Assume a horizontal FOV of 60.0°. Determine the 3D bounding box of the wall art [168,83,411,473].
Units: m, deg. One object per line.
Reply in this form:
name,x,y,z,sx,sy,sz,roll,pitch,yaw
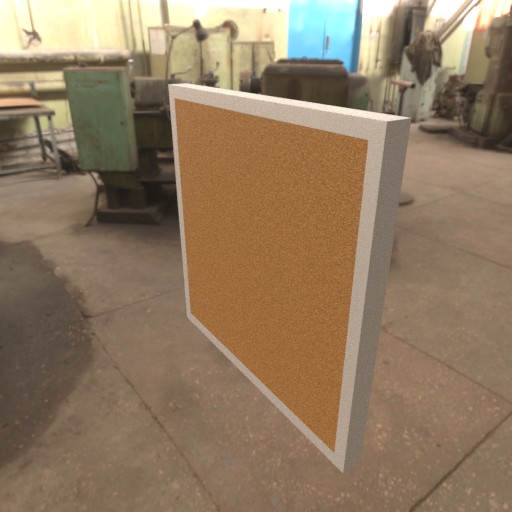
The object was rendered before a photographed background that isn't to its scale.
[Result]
wall art,0.000,0.000,0.746,0.038,0.508,0.507,-17,31,-31
